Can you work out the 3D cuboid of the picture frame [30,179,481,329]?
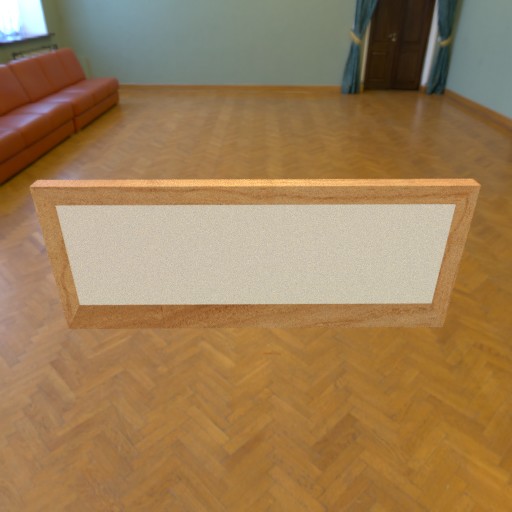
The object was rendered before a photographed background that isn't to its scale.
[{"bbox_3d":[0.000,0.000,0.649,0.582,0.234,0.045,0,30,0],"label":"picture frame"}]
